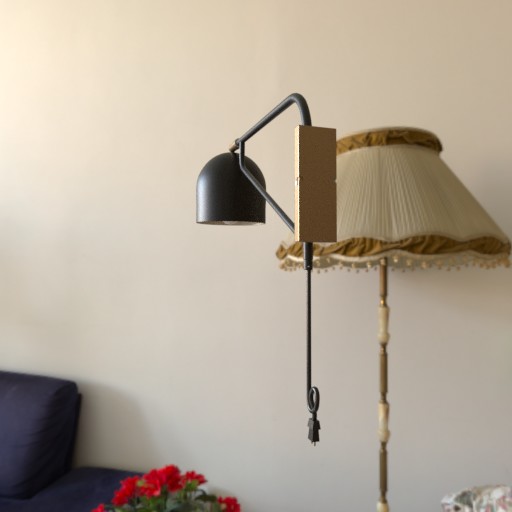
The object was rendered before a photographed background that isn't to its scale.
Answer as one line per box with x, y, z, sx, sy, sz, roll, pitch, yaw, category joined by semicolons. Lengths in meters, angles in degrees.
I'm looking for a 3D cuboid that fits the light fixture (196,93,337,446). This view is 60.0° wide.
0.000;0.000;1.121;0.215;0.696;0.720;0;-2;-18;light fixture
